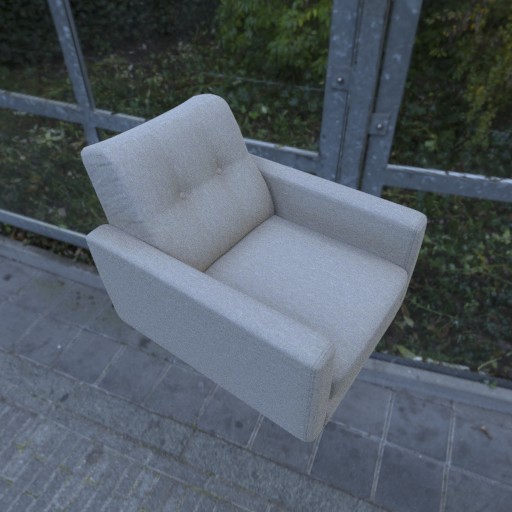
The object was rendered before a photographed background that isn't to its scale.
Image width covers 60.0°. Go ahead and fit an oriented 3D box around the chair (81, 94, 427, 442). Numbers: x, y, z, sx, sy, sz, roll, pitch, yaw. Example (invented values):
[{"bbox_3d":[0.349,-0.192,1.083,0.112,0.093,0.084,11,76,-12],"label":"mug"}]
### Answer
[{"bbox_3d":[0.000,0.000,1.832,1.128,0.965,0.897,25,47,26],"label":"chair"}]
